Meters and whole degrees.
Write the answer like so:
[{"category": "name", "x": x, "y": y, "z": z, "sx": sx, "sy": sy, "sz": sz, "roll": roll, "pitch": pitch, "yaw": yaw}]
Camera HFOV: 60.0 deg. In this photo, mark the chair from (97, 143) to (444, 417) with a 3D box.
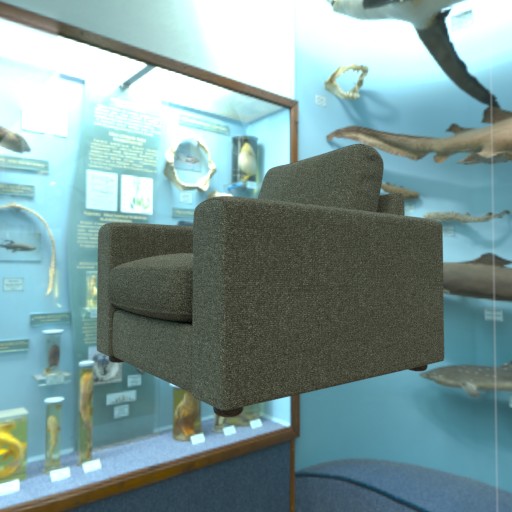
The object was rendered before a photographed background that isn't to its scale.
[{"category": "chair", "x": 0.000, "y": 0.000, "z": 1.755, "sx": 1.016, "sy": 0.873, "sz": 1.005, "roll": 1, "pitch": -2, "yaw": -37}]
